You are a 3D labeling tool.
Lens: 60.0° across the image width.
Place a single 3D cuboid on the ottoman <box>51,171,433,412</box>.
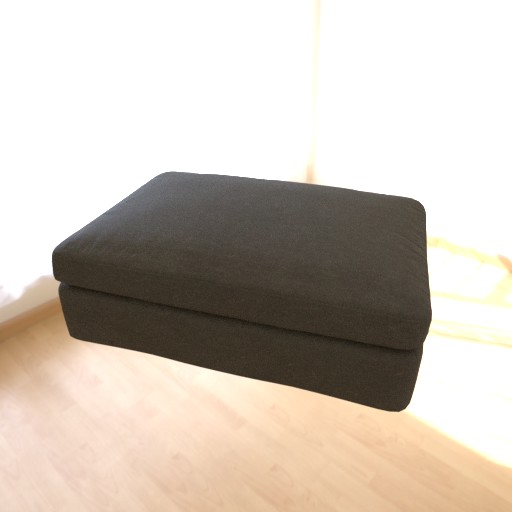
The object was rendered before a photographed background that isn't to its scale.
[{"bbox_3d":[0.000,0.000,1.663,1.199,0.429,0.840,9,32,15],"label":"ottoman"}]
